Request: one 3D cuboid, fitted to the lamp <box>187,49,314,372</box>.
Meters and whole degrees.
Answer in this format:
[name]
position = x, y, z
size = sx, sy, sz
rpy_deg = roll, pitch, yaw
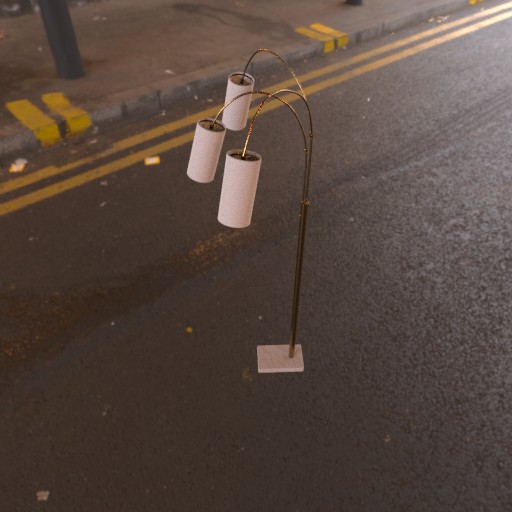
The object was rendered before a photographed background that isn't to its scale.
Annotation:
[lamp]
position = 0.000, 0.000, 2.510
size = 0.667, 2.055, 1.020
rpy_deg = -1, 42, -2
